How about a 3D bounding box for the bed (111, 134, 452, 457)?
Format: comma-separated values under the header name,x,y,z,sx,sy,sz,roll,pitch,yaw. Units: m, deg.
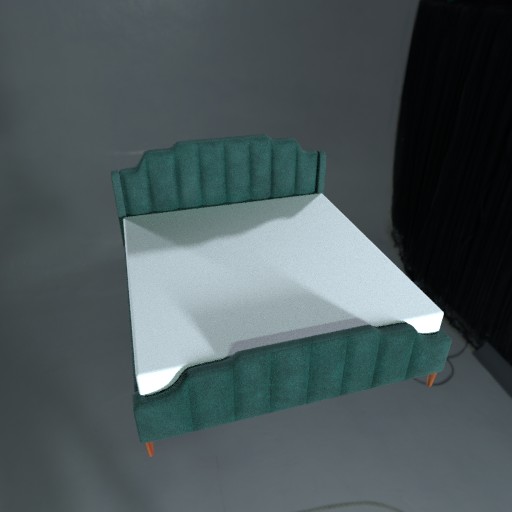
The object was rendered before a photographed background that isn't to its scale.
name,x,y,z,sx,sy,sz,roll,pitch,yaw
bed,0.000,0.000,3.531,2.074,1.245,2.340,-9,33,-14
